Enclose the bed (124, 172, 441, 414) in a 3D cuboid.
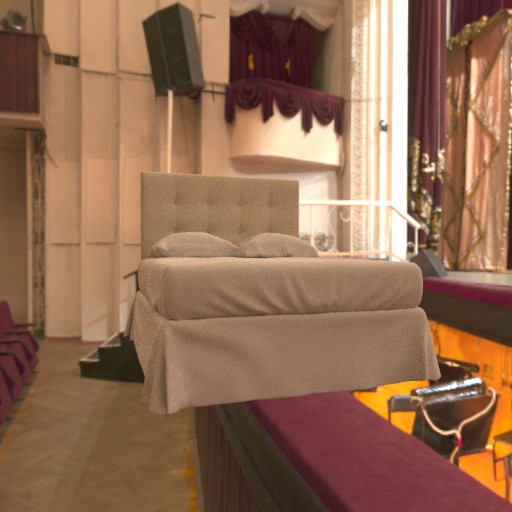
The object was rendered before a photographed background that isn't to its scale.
[{"bbox_3d":[0.000,0.000,3.513,1.936,1.577,2.222,0,1,-19],"label":"bed"}]
